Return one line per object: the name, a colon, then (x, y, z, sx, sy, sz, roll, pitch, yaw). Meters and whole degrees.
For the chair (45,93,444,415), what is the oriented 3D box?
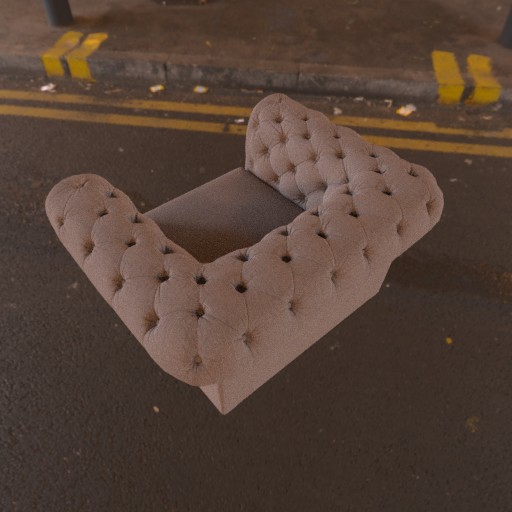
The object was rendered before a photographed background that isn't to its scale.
chair: (0.000, 0.000, 1.862, 1.270, 0.770, 0.976, -32, 54, -27)
